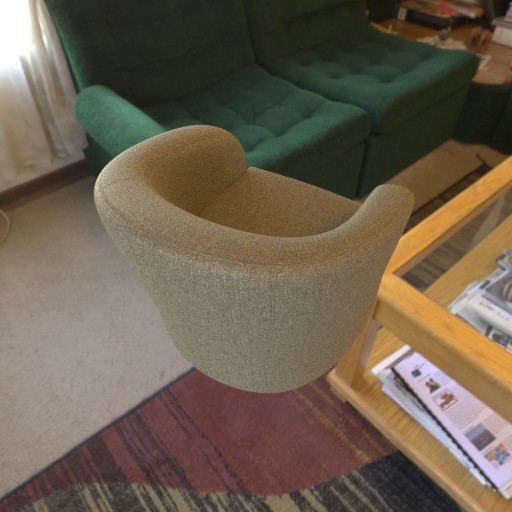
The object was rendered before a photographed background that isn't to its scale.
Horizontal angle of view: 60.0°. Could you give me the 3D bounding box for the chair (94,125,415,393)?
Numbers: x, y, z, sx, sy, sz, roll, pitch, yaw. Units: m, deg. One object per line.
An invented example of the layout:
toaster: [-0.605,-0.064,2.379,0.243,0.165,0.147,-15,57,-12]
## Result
chair: [0.000,0.000,1.424,0.791,0.771,0.815,24,50,22]
